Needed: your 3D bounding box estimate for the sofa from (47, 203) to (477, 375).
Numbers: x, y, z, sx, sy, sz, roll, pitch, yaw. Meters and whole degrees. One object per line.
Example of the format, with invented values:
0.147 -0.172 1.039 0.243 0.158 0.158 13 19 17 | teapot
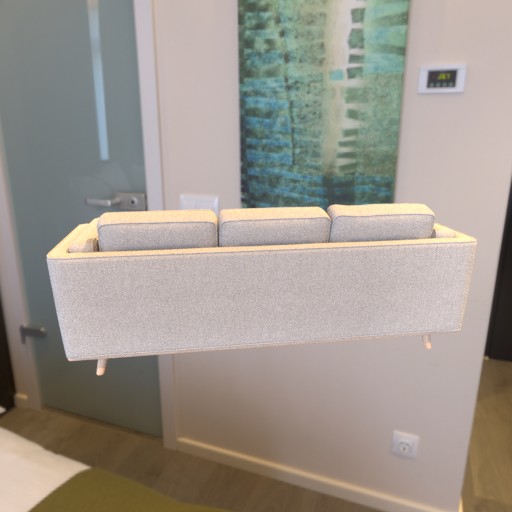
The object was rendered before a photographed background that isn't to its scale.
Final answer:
0.000 0.000 3.208 2.411 0.929 1.604 -2 16 -9 | sofa
